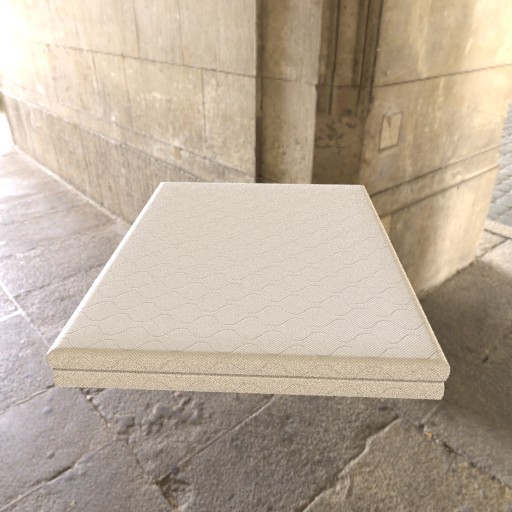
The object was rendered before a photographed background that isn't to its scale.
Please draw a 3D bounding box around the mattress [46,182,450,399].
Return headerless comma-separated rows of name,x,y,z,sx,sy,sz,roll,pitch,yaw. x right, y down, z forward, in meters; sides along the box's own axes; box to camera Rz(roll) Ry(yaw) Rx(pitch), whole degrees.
mattress,0.000,0.000,2.647,1.600,0.200,2.000,1,29,2
